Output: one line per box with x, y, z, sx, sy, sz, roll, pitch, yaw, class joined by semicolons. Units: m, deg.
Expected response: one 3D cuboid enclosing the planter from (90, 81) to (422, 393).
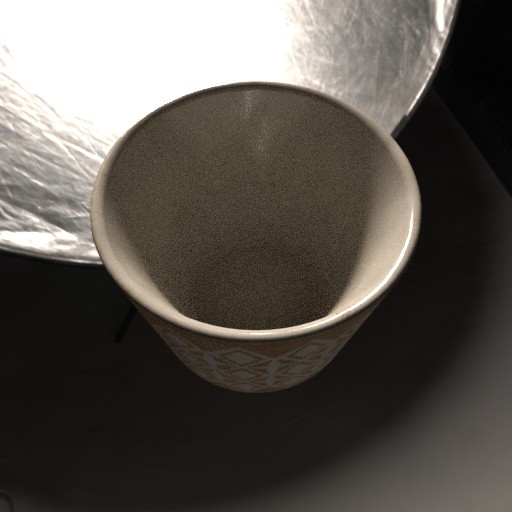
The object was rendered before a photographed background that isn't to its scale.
0.000;0.000;0.216;0.126;0.104;0.126;0;59;0;planter
